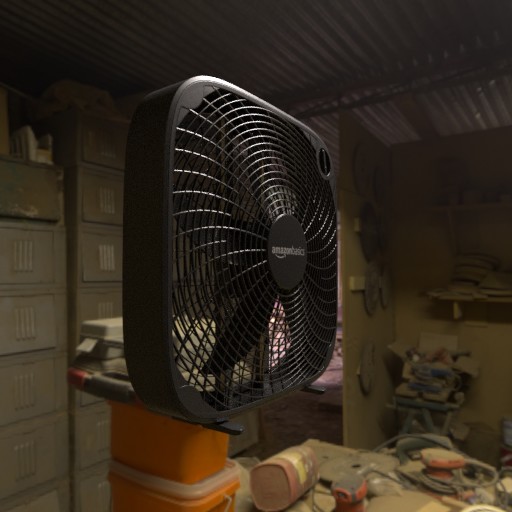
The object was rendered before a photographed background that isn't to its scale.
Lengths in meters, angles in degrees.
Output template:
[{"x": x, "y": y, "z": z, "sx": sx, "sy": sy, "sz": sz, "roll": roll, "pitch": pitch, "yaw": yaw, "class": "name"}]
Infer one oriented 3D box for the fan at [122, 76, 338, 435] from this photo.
[{"x": 0.000, "y": 0.000, "z": 0.803, "sx": 0.142, "sy": 0.533, "sz": 0.526, "roll": -2, "pitch": -3, "yaw": 35, "class": "fan"}]
